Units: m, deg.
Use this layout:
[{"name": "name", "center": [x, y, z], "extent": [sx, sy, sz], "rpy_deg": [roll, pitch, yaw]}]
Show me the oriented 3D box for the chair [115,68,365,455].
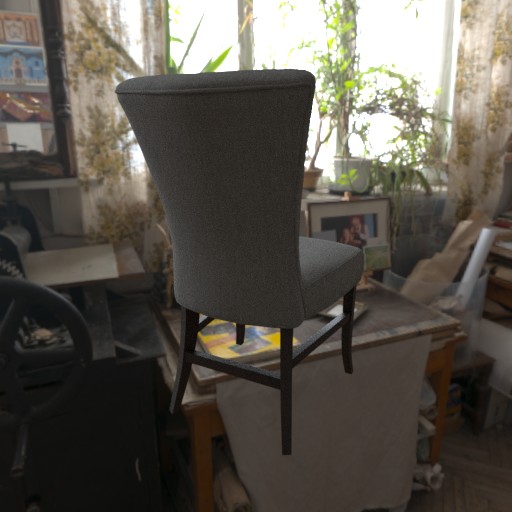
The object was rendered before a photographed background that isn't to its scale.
[{"name": "chair", "center": [0.000, 0.000, 1.344], "extent": [0.520, 0.991, 0.660], "rpy_deg": [9, 19, 27]}]
